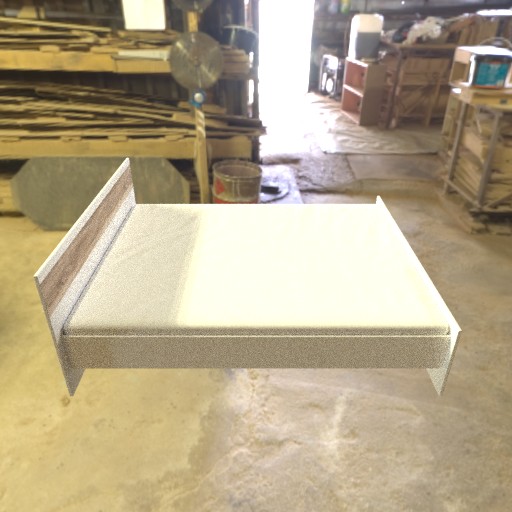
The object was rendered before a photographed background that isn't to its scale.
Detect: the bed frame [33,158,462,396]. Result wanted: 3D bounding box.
[{"bbox_3d":[0.000,0.000,2.992,2.060,0.800,1.720,0,31,0],"label":"bed frame"}]
